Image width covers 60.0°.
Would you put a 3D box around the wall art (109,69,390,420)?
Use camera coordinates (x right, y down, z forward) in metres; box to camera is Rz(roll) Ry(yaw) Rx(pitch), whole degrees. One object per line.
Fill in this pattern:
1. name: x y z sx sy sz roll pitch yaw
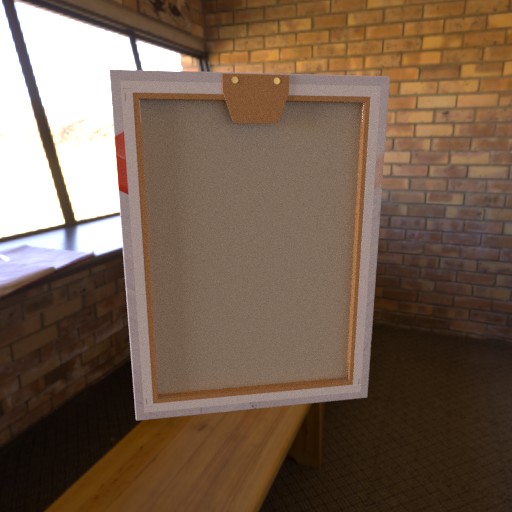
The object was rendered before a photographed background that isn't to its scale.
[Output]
1. wall art: 0.000 0.000 1.321 0.759 1.014 0.045 -2 15 -9
